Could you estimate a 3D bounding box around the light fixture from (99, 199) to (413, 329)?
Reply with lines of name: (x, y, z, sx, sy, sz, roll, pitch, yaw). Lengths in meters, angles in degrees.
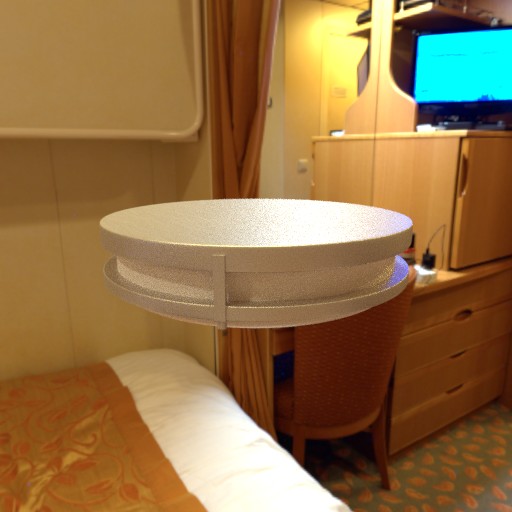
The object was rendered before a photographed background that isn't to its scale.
light fixture: (0.000, 0.000, 0.540, 0.356, 0.102, 0.356, 0, 14, 0)
